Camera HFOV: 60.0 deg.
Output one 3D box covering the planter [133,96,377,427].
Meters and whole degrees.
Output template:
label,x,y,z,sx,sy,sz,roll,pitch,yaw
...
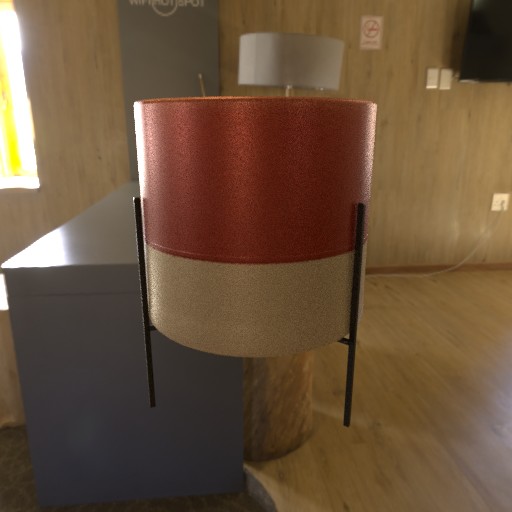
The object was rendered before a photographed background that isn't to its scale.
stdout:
label,x,y,z,sx,sy,sz,roll,pitch,yaw
planter,0.000,0.000,0.713,0.345,0.465,0.354,3,17,9
